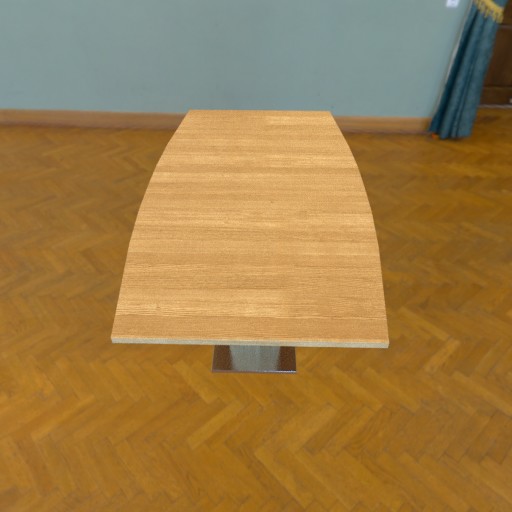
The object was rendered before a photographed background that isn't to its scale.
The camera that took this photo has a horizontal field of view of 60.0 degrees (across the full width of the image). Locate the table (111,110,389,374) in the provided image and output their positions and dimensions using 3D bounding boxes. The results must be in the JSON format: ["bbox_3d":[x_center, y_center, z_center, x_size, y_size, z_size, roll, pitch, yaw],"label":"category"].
[{"bbox_3d":[0.000,0.000,2.077,0.900,0.748,1.598,1,40,1],"label":"table"}]
